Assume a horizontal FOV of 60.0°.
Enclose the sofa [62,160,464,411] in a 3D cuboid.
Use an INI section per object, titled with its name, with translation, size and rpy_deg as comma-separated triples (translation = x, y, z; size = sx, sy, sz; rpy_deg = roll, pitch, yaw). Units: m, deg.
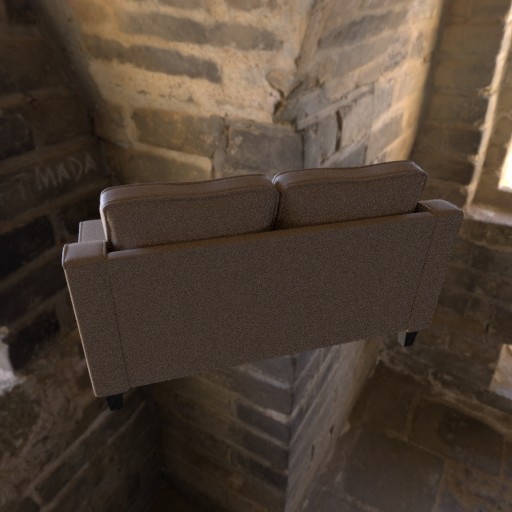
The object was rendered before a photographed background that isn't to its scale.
[sofa]
translation = 0.000, 0.000, 3.479
size = 2.587, 1.562, 1.351
rpy_deg = -8, 29, -15
